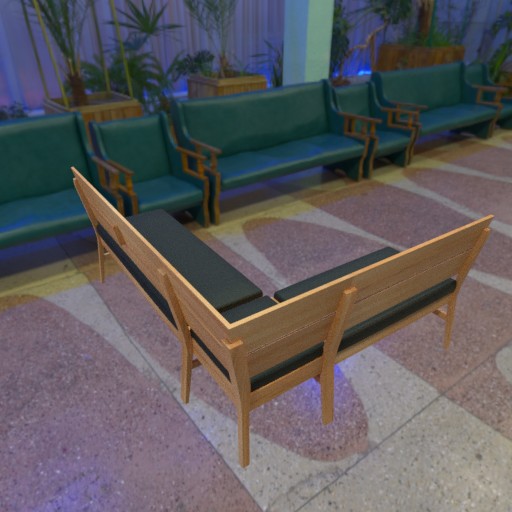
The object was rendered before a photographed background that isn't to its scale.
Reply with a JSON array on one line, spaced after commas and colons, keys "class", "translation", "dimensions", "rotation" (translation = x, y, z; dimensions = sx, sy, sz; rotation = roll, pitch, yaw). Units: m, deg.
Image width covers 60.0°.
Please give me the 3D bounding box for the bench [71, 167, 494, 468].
[{"class": "bench", "translation": [0.000, 0.000, 2.743], "dimensions": [1.548, 0.890, 1.948], "rotation": [-19, 35, -29]}]
